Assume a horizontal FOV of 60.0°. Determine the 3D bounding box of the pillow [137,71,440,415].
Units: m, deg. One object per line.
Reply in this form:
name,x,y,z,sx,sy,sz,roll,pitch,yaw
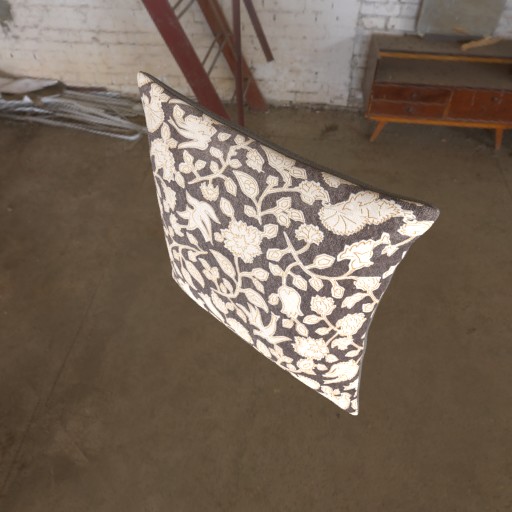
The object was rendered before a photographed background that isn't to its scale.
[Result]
pillow,0.000,0.000,0.782,0.526,0.507,0.166,33,55,27
